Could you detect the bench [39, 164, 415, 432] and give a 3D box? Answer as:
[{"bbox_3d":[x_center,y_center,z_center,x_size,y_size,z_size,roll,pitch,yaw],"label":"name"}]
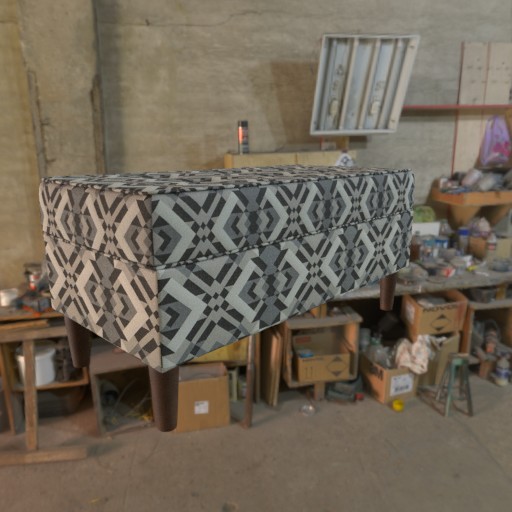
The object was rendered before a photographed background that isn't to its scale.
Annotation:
[{"bbox_3d":[0.000,0.000,1.283,0.492,0.477,1.016,13,19,42],"label":"bench"}]
